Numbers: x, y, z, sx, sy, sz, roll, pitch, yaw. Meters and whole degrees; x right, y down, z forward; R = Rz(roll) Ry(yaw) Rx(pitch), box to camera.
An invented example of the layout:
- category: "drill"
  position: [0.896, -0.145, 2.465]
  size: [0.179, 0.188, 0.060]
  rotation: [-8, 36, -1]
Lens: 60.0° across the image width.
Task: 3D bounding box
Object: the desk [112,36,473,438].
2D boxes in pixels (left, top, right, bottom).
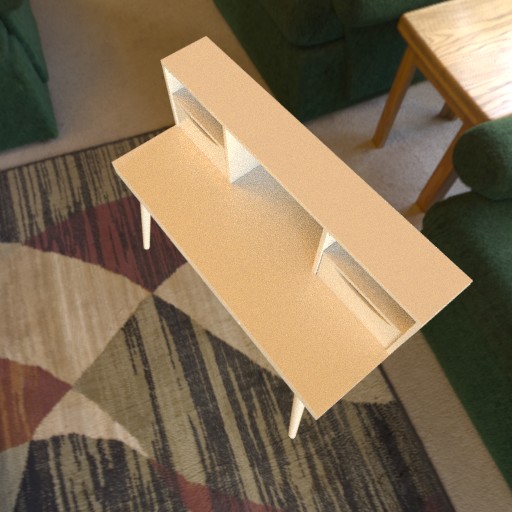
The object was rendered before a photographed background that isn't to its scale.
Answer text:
- category: "desk"
  position: [0.000, 0.000, 1.743]
  size: [0.559, 0.990, 1.199]
  rotation: [-36, 69, -16]
